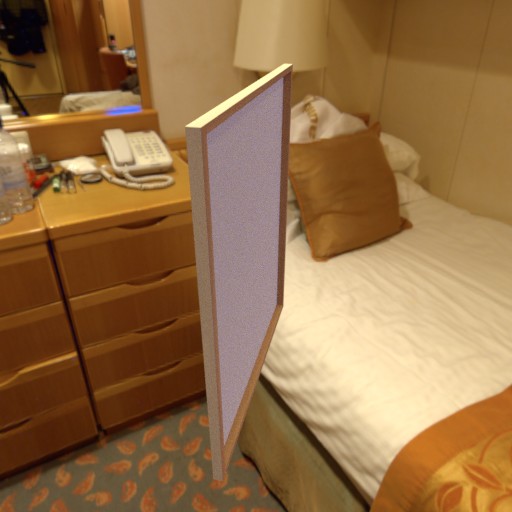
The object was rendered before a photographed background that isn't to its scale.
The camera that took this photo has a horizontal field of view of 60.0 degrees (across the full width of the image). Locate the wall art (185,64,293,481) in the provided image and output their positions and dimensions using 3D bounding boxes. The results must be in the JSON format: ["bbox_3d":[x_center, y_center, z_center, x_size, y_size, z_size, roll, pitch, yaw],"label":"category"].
[{"bbox_3d":[0.000,0.000,0.975,0.021,0.710,0.609,8,31,13],"label":"wall art"}]
